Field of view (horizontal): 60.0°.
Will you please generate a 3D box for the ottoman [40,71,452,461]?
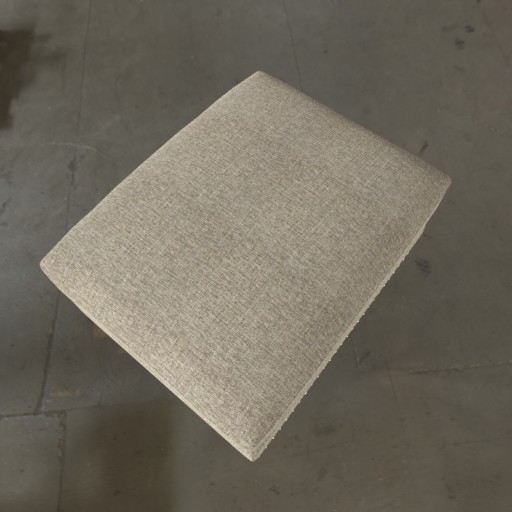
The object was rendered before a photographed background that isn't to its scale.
[{"bbox_3d":[0.000,0.000,1.110,0.584,0.513,0.741,36,68,16],"label":"ottoman"}]
